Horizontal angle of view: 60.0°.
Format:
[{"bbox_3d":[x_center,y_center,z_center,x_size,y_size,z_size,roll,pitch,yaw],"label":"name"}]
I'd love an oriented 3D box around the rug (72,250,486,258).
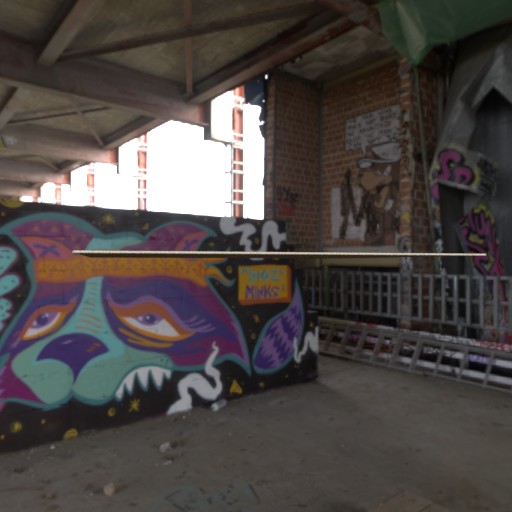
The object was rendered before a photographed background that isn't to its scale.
[{"bbox_3d":[0.000,0.000,4.195,3.050,0.015,2.441,0,-1,-18],"label":"rug"}]
